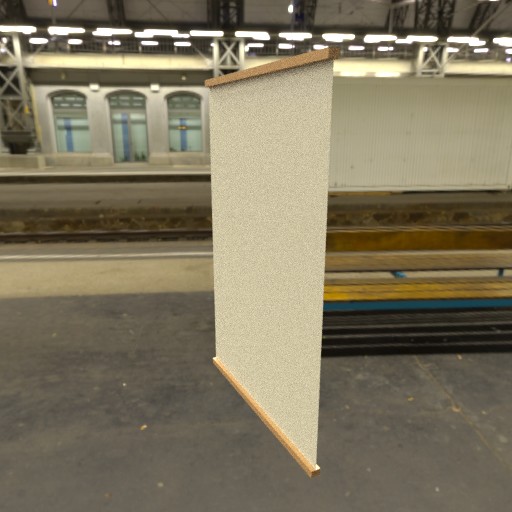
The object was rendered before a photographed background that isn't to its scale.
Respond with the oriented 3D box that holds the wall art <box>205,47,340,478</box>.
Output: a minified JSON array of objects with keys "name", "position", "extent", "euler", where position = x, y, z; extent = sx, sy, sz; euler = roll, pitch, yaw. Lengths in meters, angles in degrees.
[{"name":"wall art","position":[0.000,0.000,1.297],"extent":[0.027,1.020,0.669],"euler":[-8,18,-26]}]
